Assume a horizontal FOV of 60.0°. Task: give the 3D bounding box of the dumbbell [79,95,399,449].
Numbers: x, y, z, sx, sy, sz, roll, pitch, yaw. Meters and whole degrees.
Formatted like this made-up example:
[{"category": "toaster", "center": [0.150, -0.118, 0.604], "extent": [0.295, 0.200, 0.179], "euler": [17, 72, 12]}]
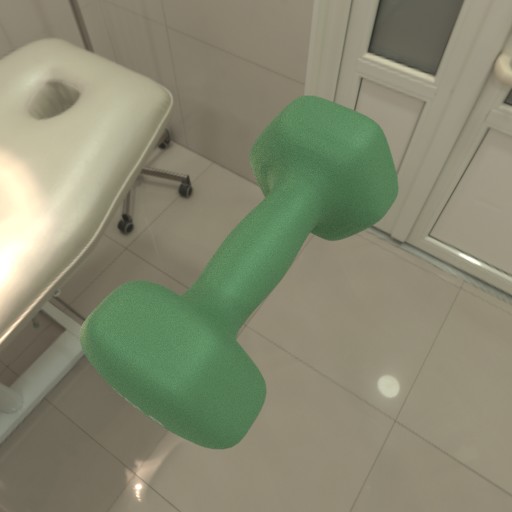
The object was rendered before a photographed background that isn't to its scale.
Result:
[{"category": "dumbbell", "center": [0.000, 0.000, 0.325], "extent": [0.129, 0.117, 0.260], "euler": [30, 62, 17]}]
